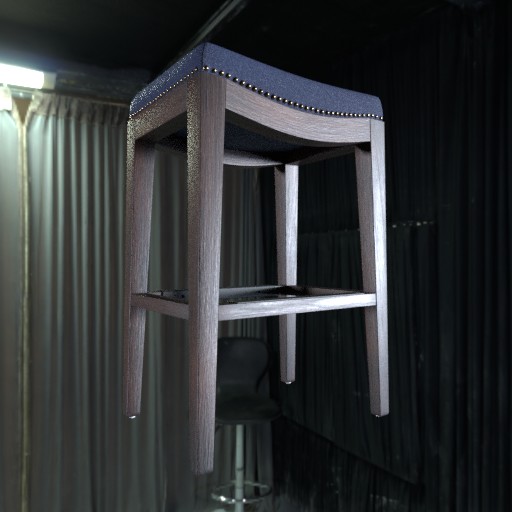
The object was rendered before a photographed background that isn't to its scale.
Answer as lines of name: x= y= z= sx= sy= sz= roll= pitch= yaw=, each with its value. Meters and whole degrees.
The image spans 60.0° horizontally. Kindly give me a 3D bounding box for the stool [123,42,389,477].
stool: x=0.000 y=0.000 z=1.020 sx=0.498 sy=0.740 sz=0.358 roll=0 pitch=0 yaw=-36
